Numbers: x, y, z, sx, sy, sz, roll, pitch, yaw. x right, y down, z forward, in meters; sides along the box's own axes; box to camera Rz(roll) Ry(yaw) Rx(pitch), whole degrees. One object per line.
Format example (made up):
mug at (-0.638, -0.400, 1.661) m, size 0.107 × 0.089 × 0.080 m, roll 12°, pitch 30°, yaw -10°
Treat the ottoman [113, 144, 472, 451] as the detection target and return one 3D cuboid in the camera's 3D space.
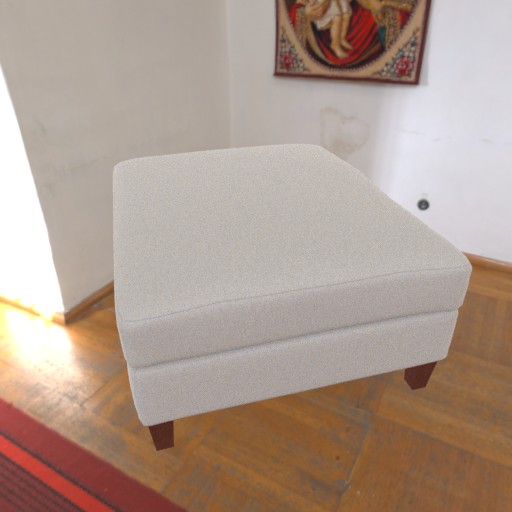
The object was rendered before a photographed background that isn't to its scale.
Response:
ottoman at (0.000, 0.000, 1.436) m, size 0.836 × 0.492 × 0.976 m, roll -8°, pitch 32°, yaw -13°
